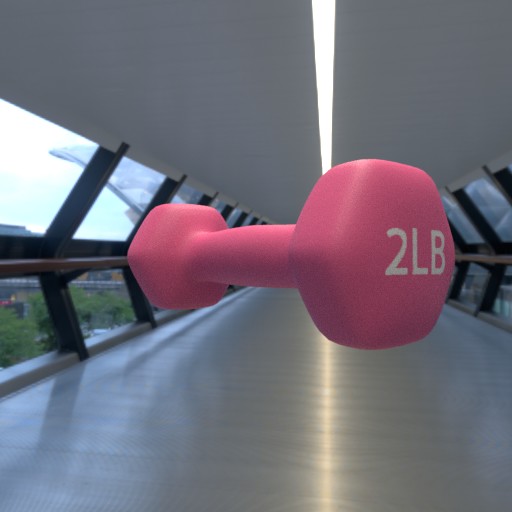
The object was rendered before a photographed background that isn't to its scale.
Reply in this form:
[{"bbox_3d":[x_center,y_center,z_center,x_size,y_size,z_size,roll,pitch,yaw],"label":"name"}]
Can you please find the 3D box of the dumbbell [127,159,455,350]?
[{"bbox_3d":[0.000,0.000,0.177,0.058,0.053,0.146,0,-1,-36],"label":"dumbbell"}]
